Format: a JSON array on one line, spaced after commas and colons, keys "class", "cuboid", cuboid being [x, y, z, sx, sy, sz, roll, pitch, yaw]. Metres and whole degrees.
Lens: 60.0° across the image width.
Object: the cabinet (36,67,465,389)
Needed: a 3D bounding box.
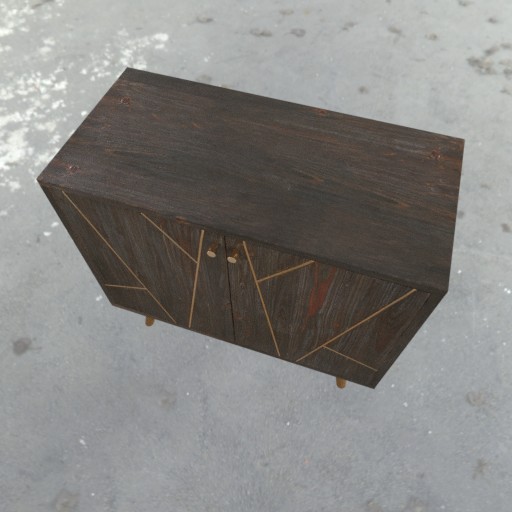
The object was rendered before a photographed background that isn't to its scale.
[{"class": "cabinet", "cuboid": [0.000, 0.000, 1.532, 1.023, 0.897, 0.529, 16, 58, 10]}]
